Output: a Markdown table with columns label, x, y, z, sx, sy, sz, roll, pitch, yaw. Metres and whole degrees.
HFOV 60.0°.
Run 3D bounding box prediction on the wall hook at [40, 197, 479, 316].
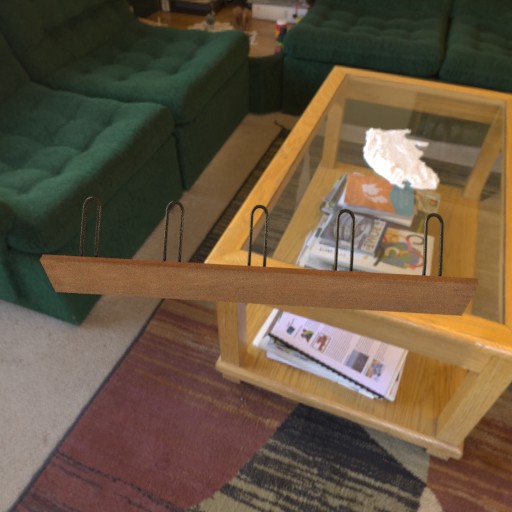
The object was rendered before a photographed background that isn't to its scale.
| label | x | y | z | sx | sy | sz | roll | pitch | yaw |
| --- | --- | --- | --- | --- | --- | --- | --- | --- | --- |
| wall hook | 0.000 | 0.000 | 0.591 | 0.554 | 0.116 | 0.076 | 3 | 46 | 3 |
